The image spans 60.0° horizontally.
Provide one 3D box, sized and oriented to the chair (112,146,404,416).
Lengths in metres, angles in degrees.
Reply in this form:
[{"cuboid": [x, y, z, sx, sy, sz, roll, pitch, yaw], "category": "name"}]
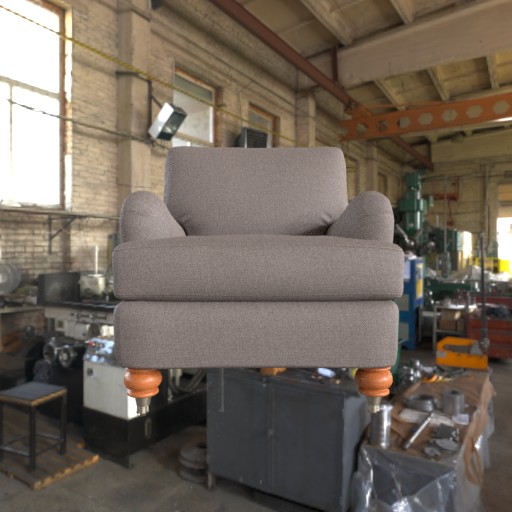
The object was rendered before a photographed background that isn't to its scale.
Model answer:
[{"cuboid": [0.000, 0.000, 1.851, 0.955, 1.038, 1.070, 0, 0, -1], "category": "chair"}]
